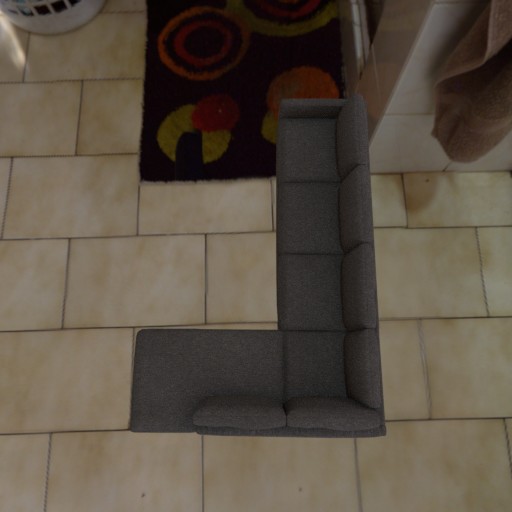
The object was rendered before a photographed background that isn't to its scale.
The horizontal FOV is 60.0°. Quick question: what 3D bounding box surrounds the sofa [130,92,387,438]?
[{"bbox_3d":[0.000,0.000,3.888,2.007,0.815,2.949,1,75,0],"label":"sofa"}]
